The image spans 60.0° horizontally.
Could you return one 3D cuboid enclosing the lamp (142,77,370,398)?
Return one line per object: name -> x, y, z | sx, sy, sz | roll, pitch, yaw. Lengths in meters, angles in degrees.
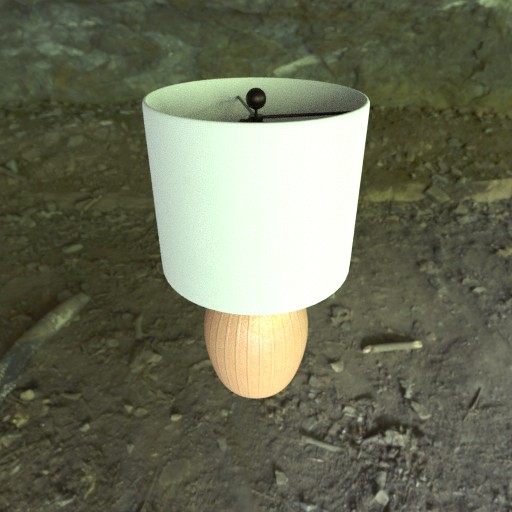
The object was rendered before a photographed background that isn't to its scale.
lamp -> 0.000, 0.000, 0.792 | 0.329, 0.570, 0.329 | 0, 31, 0
